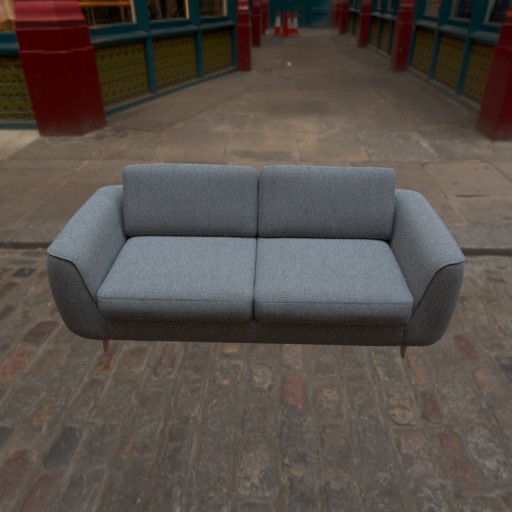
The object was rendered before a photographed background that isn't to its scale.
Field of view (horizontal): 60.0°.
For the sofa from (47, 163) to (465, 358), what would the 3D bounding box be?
[{"bbox_3d":[0.000,0.000,2.479,2.000,0.870,0.920,1,31,2],"label":"sofa"}]
